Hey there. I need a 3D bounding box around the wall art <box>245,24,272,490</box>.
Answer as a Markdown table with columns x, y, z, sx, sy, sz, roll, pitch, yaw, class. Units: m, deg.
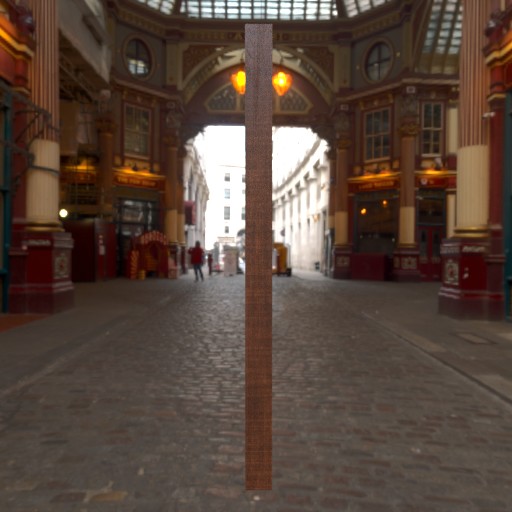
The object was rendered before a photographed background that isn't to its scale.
| x | y | z | sx | sy | sz | roll | pitch | yaw | class |
| --- | --- | --- | --- | --- | --- | --- | --- | --- | --- |
| 0.000 | 0.000 | 0.772 | 0.033 | 0.567 | 0.467 | 0 | 1 | -1 | wall art |
